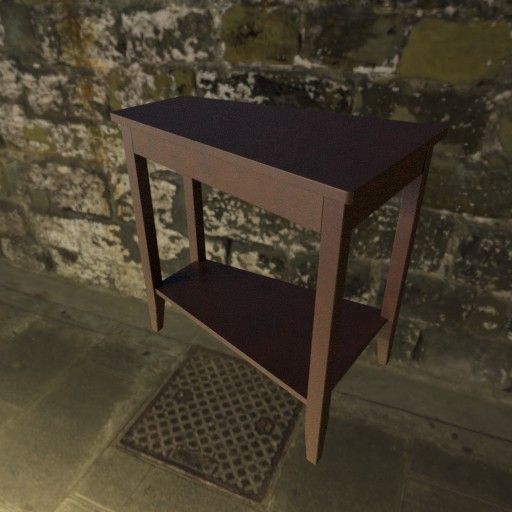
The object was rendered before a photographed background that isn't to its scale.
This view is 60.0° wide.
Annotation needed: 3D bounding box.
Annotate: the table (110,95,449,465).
[{"bbox_3d":[0.000,0.000,0.997,0.605,0.589,0.399,21,37,31],"label":"table"}]
